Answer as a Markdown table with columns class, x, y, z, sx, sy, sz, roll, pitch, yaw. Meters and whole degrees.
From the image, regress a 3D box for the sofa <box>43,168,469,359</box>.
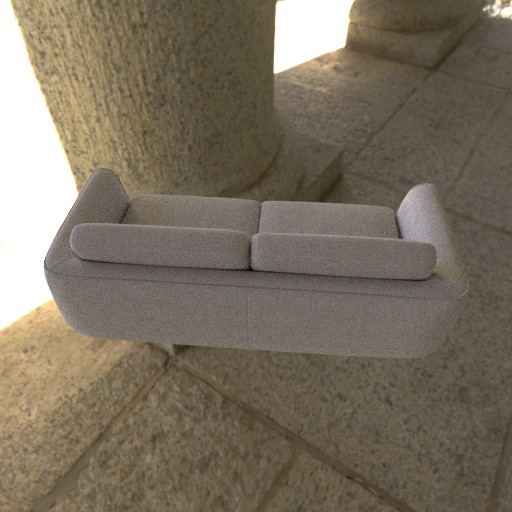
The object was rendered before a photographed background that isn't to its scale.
| class | x | y | z | sx | sy | sz | roll | pitch | yaw |
| --- | --- | --- | --- | --- | --- | --- | --- | --- | --- |
| sofa | 0.000 | 0.000 | 2.413 | 2.000 | 0.850 | 0.920 | 3 | 47 | 3 |
